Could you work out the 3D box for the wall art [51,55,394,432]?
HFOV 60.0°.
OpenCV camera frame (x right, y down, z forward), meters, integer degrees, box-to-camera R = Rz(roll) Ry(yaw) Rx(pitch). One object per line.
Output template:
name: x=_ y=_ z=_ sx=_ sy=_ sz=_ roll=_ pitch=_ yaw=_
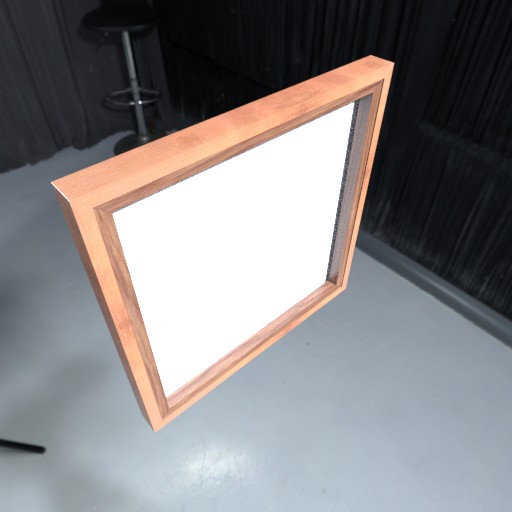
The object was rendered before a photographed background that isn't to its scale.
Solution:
wall art: x=0.000 y=0.000 z=0.578 sx=0.403 sy=0.403 sz=0.035 roll=-32 pitch=53 yaw=-28
